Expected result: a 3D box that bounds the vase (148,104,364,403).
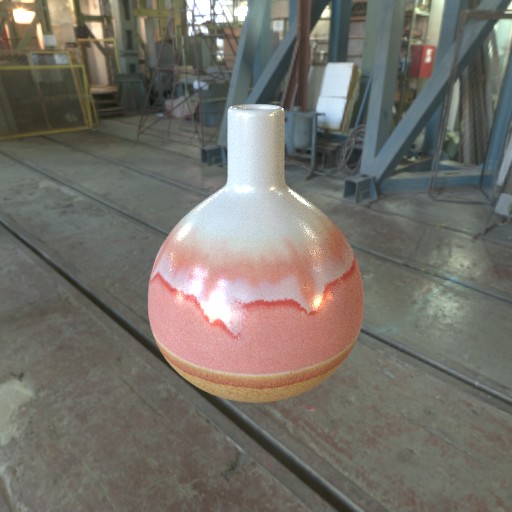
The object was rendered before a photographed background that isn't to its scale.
[{"bbox_3d":[0.000,0.000,0.275,0.137,0.176,0.137,0,25,0],"label":"vase"}]
